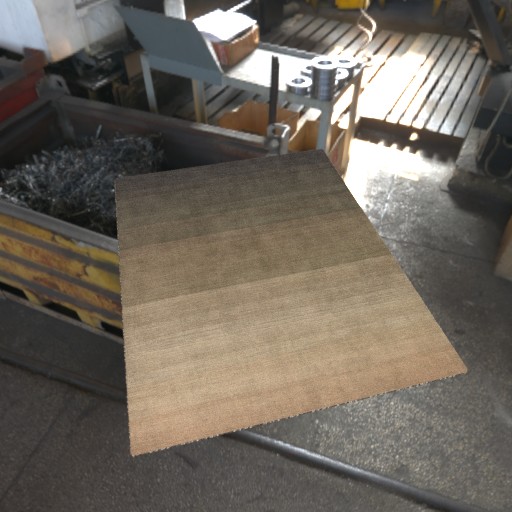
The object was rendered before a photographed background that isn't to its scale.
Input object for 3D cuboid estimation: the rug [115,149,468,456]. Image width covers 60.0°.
[{"bbox_3d":[0.000,0.000,3.842,2.306,0.017,2.902,-10,47,-10],"label":"rug"}]
